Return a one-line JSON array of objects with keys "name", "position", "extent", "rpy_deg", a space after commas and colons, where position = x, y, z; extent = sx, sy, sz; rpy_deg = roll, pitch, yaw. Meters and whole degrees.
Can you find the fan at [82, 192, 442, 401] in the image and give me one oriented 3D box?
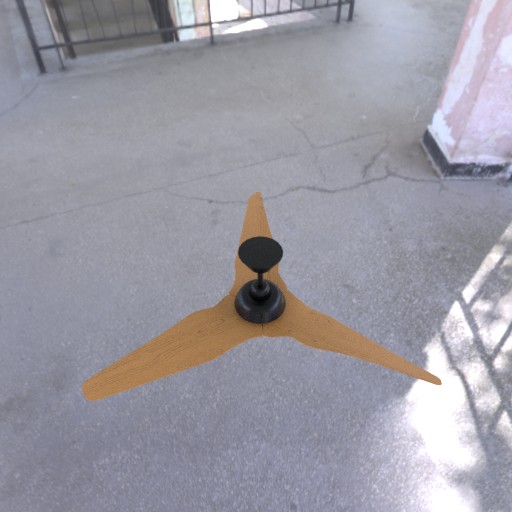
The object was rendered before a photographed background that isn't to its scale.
[{"name": "fan", "position": [0.000, 0.000, 1.651], "extent": [1.142, 0.355, 1.010], "rpy_deg": [-2, 46, -2]}]
